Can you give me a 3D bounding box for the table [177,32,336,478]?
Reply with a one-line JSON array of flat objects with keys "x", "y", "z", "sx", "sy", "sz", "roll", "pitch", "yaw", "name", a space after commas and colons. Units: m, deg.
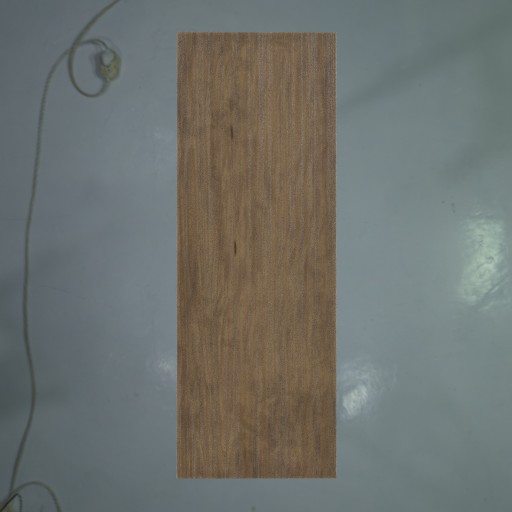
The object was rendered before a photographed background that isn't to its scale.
[{"x": 0.000, "y": 0.000, "z": 1.524, "sx": 0.410, "sy": 0.771, "sz": 1.151, "roll": 0, "pitch": 90, "yaw": 0, "name": "table"}]
